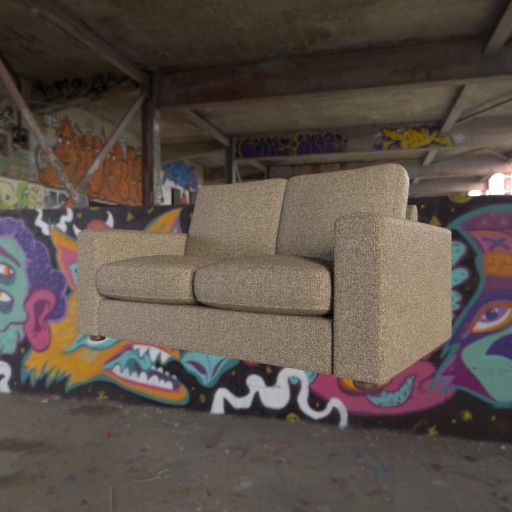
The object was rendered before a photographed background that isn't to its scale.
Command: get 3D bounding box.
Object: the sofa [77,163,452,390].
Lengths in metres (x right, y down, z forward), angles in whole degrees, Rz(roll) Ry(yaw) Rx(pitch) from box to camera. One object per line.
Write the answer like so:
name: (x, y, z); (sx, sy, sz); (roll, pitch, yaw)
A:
sofa: (0.000, 0.000, 2.197); (1.616, 0.873, 1.016); (0, 0, 35)
